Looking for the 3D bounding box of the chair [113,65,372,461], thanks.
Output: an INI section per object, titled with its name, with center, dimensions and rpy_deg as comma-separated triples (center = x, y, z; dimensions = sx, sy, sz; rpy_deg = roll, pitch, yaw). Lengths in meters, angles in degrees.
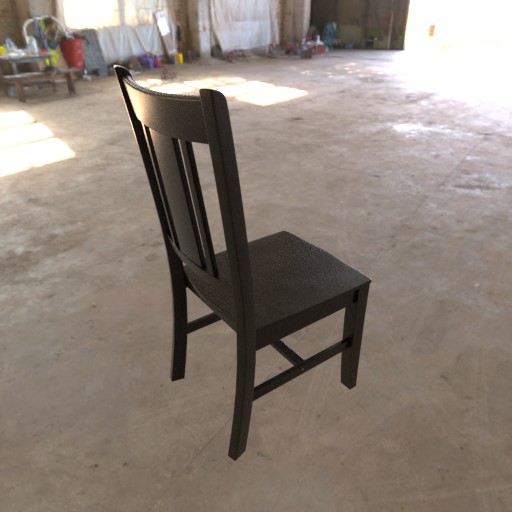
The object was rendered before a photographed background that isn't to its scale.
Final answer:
[chair]
center = 0.000, 0.000, 1.262
dimensions = 0.555, 0.998, 0.450
rpy_deg = -19, 35, -31
